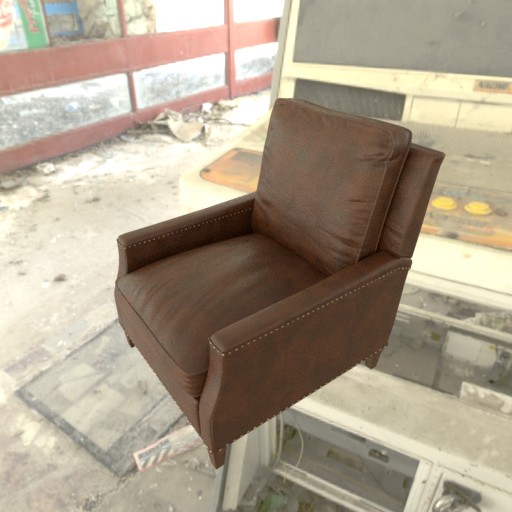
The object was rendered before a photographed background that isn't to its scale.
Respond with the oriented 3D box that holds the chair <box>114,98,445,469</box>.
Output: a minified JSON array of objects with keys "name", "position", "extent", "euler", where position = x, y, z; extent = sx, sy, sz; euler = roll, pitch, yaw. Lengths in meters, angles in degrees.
[{"name":"chair","position":[0.000,0.000,1.810],"extent":[1.035,1.054,0.854],"euler":[-21,38,-30]}]
